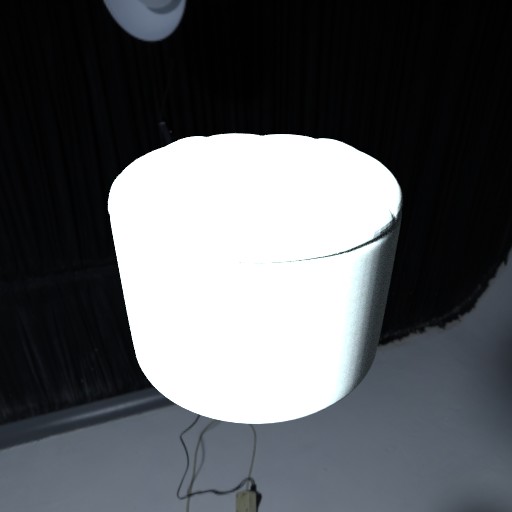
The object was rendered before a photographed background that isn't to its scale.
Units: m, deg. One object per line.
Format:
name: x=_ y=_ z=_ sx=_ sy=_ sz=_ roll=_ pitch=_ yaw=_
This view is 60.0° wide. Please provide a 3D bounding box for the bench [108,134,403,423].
bench: x=0.000 y=0.000 z=1.019 sx=0.600 sy=0.453 sz=0.600 roll=0 pitch=30 yaw=0
